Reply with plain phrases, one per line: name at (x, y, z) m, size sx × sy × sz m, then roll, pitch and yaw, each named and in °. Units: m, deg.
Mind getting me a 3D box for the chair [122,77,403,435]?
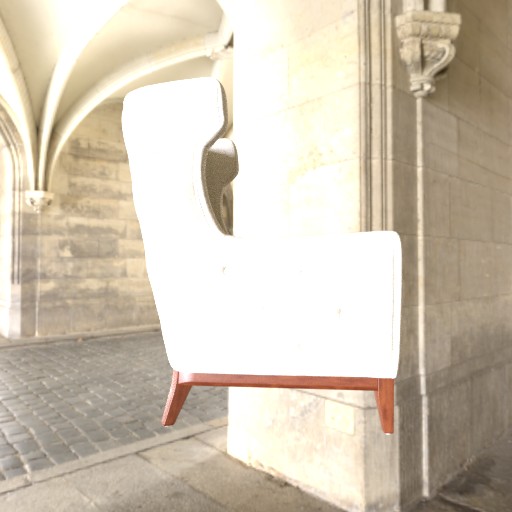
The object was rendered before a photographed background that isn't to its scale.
chair at (0.000, 0.000, 1.678) m, size 0.899 × 1.079 × 0.778 m, roll 0°, pitch -1°, yaw 1°
